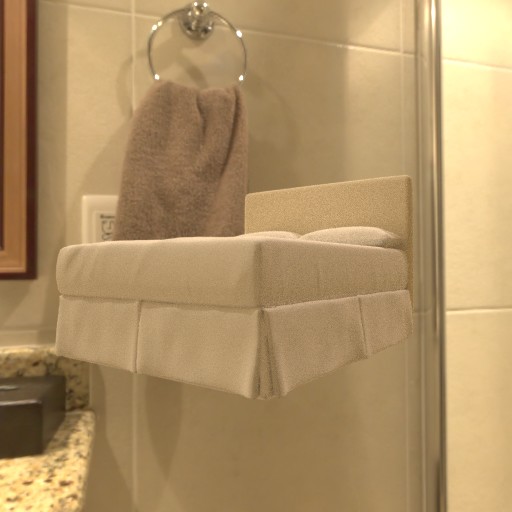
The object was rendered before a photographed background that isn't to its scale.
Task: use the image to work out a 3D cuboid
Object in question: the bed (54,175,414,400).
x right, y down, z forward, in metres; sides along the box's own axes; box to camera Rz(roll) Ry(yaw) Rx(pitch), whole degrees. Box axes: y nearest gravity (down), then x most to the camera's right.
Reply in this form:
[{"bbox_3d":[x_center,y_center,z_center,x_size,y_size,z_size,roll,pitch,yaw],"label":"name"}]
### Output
[{"bbox_3d":[0.000,0.000,3.180,1.714,1.330,2.147,-1,-2,36],"label":"bed"}]
